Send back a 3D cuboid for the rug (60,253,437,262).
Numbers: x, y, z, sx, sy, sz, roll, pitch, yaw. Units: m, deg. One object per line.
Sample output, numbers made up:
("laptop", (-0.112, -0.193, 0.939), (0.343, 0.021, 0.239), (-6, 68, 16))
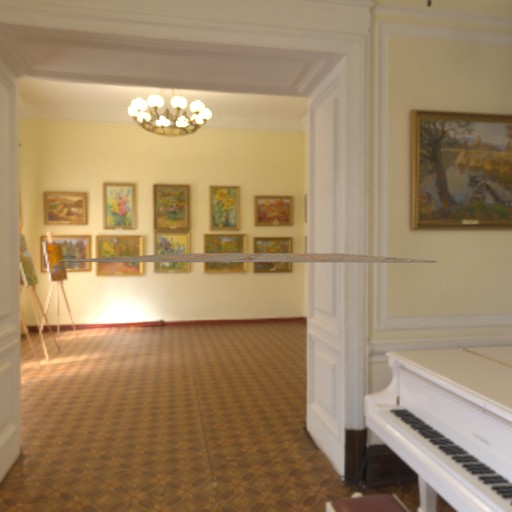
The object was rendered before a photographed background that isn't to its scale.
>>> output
("rug", (0.000, 0.000, 2.988), (1.515, 0.007, 2.427), (0, 1, 2))
